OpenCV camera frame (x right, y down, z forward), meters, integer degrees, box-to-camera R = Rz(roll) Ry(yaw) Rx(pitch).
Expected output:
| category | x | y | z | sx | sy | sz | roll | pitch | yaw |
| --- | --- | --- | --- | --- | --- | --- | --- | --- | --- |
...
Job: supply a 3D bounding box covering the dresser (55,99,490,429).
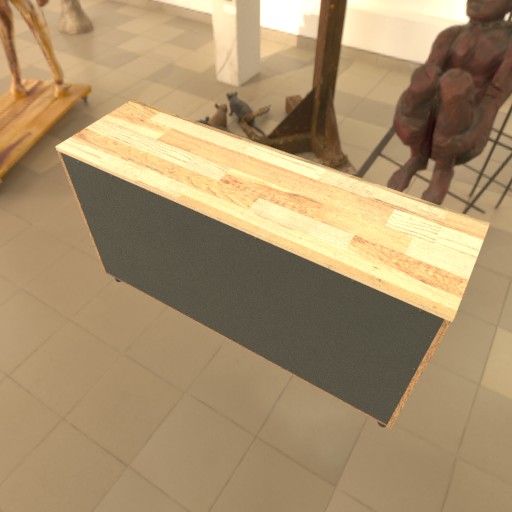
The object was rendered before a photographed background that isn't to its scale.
| category | x | y | z | sx | sy | sz | roll | pitch | yaw |
| --- | --- | --- | --- | --- | --- | --- | --- | --- | --- |
| dresser | 0.000 | 0.000 | 1.908 | 1.547 | 0.834 | 0.487 | 24 | 52 | 21 |
